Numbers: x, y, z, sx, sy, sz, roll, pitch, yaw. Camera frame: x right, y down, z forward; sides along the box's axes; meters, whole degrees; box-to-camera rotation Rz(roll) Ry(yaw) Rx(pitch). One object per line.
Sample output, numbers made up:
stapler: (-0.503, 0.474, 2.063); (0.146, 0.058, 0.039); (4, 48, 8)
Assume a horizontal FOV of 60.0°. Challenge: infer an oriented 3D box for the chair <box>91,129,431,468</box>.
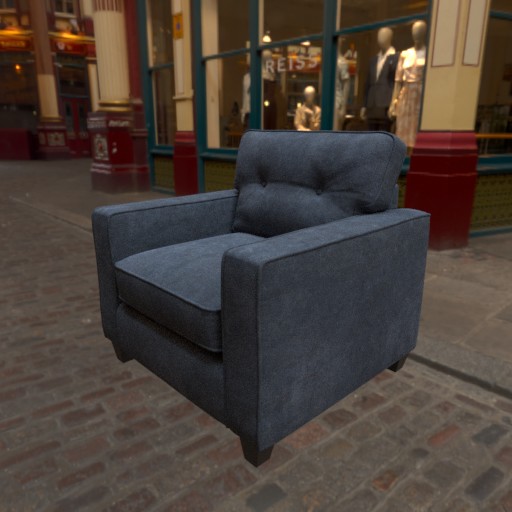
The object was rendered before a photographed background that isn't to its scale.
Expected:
chair: (0.000, 0.000, 1.775); (0.939, 0.965, 1.015); (-15, 22, -41)
